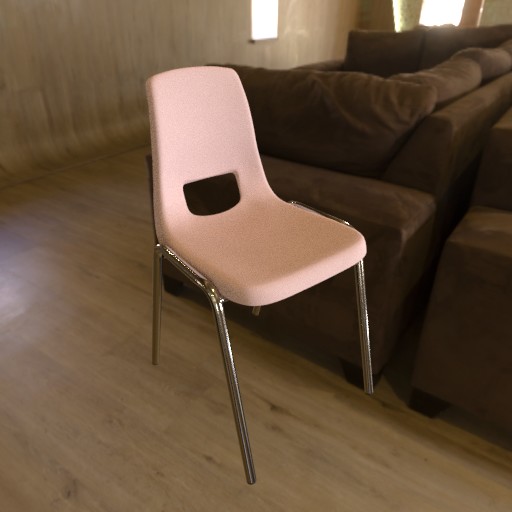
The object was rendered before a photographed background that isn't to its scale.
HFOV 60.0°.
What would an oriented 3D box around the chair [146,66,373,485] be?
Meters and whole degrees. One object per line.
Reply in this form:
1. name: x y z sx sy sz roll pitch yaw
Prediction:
1. chair: 0.000 0.000 0.935 0.381 0.704 0.436 -22 36 -33
